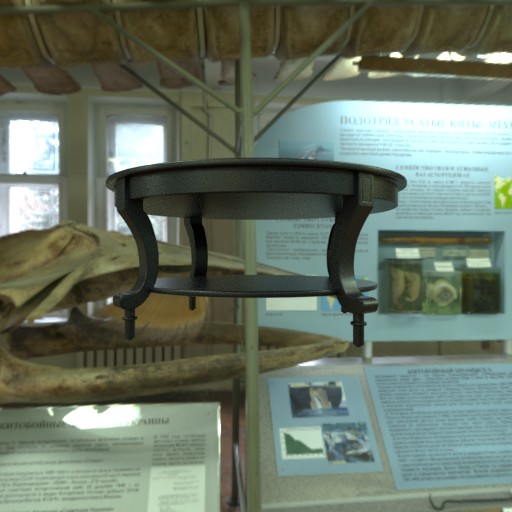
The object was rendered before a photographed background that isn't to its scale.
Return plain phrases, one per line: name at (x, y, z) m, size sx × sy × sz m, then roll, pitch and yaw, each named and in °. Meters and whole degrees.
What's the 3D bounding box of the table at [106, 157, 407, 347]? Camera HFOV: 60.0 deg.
table at (0.000, 0.000, 1.592) m, size 1.029 × 0.491 × 1.029 m, roll 0°, pitch 1°, yaw 0°
